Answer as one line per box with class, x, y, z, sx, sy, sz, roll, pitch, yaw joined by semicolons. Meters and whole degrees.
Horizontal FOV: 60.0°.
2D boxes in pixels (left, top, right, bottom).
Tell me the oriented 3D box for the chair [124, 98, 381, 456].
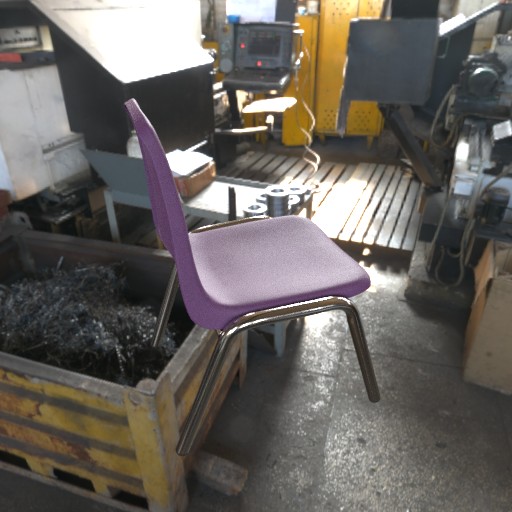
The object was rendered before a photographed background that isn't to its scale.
chair;0.000;0.000;0.840;0.419;0.584;0.356;-11;32;-17
